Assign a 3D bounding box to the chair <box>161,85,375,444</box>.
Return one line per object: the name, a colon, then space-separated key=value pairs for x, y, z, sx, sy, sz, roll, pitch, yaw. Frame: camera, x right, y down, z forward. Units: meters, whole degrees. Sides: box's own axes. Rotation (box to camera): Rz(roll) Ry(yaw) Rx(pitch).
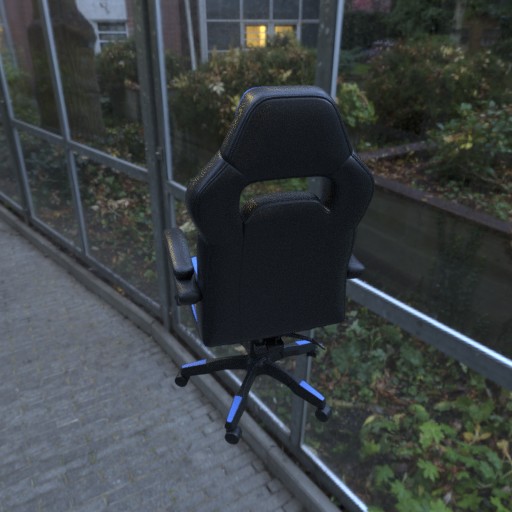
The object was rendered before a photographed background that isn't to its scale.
chair: x=0.000 y=0.000 z=1.715 sx=0.700 sy=1.280 sz=0.700 roll=-8 pitch=27 yaw=-15
